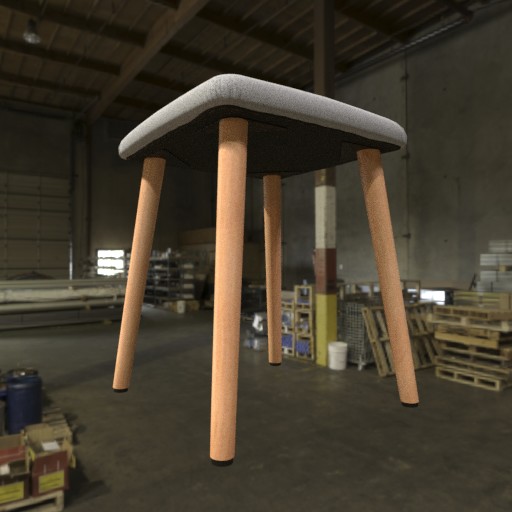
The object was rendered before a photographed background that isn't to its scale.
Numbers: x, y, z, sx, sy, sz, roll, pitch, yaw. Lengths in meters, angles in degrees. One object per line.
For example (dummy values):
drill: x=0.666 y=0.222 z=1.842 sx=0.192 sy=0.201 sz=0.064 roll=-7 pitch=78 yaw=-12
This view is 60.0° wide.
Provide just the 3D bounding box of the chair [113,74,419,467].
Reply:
chair: x=0.000 y=0.000 z=0.691 sx=0.350 sy=0.440 sz=0.350 roll=1 pitch=-1 yaw=-36
